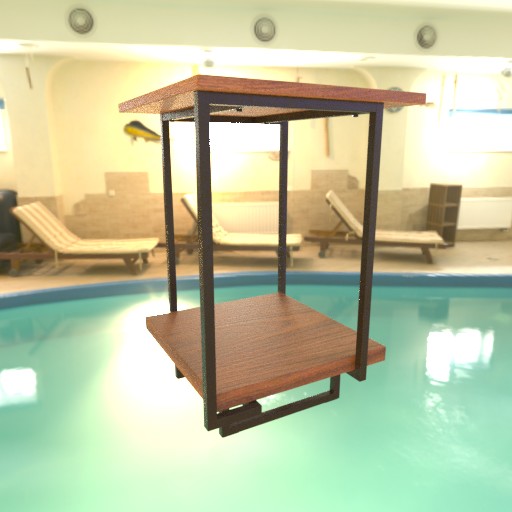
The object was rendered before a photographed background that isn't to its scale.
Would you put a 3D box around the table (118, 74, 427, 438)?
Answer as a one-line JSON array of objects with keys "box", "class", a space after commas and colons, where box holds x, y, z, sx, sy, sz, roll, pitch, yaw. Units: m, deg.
[{"box": [0.000, 0.000, 0.844, 0.384, 0.567, 0.411, -8, 16, -28], "class": "table"}]
